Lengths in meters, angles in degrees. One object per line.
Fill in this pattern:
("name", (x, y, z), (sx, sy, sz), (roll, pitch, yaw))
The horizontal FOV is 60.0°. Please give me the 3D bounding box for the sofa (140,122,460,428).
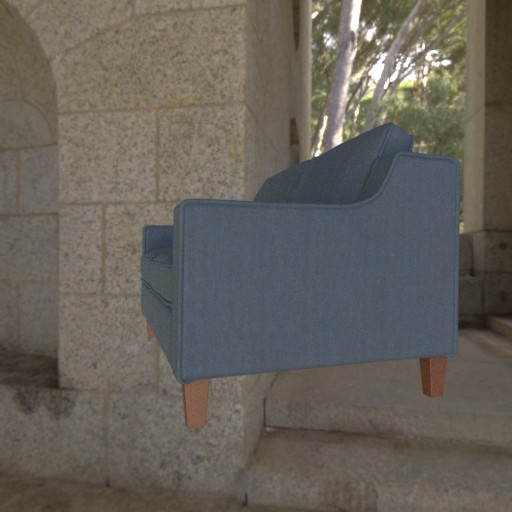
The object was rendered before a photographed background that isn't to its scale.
("sofa", (0.000, 0.000, 2.078), (0.987, 0.971, 1.501), (0, 1, -18))
